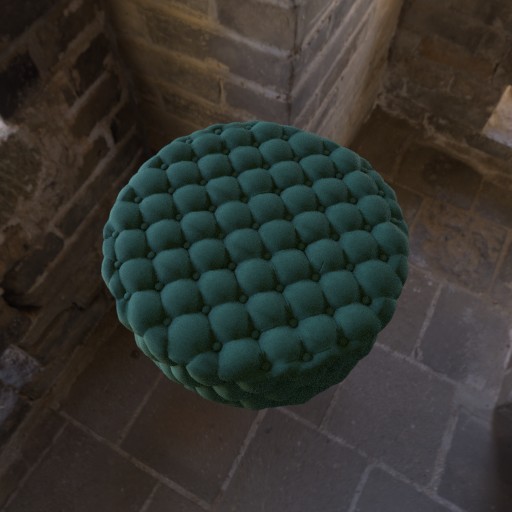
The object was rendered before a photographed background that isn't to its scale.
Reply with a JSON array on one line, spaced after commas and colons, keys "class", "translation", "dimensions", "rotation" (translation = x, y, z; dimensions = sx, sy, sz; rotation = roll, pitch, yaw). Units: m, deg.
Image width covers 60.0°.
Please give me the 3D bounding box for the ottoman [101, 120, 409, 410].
[{"class": "ottoman", "translation": [0.000, 0.000, 1.561], "dimensions": [0.998, 0.399, 0.998], "rotation": [0, 59, 0]}]
